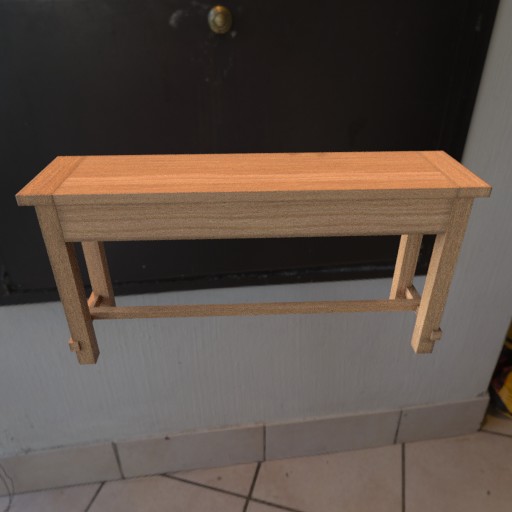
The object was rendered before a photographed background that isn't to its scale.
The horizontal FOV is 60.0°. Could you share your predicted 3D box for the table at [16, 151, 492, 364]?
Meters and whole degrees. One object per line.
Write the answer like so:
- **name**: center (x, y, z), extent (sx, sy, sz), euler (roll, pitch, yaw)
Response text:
- **table**: center (0.000, 0.000, 1.862), extent (1.599, 0.762, 0.442), euler (-1, 30, -2)
